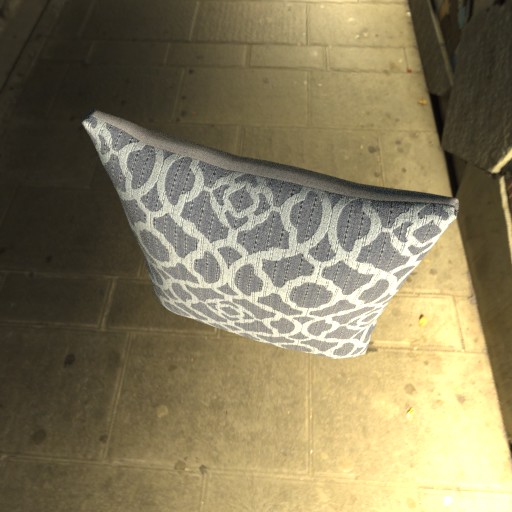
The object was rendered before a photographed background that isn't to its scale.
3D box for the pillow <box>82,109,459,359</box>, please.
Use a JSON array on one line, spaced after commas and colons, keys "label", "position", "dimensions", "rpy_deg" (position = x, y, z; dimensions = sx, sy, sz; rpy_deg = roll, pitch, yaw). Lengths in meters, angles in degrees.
[{"label": "pillow", "position": [0.000, 0.000, 0.777], "dimensions": [0.508, 0.498, 0.215], "rpy_deg": [16, 61, 9]}]
